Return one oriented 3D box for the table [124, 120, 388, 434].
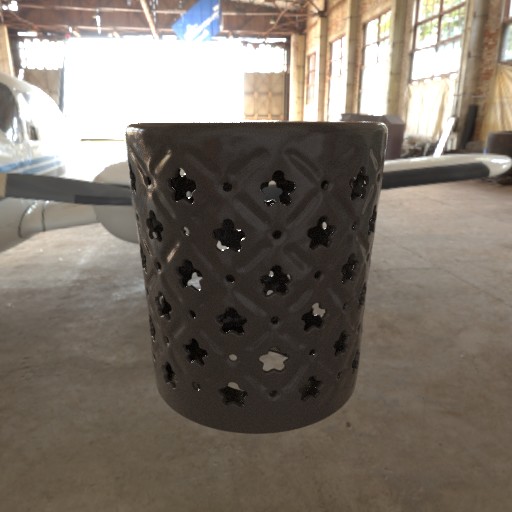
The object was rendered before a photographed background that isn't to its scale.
[{"bbox_3d":[0.000,0.000,0.661,0.352,0.387,0.352,0,17,0],"label":"table"}]
